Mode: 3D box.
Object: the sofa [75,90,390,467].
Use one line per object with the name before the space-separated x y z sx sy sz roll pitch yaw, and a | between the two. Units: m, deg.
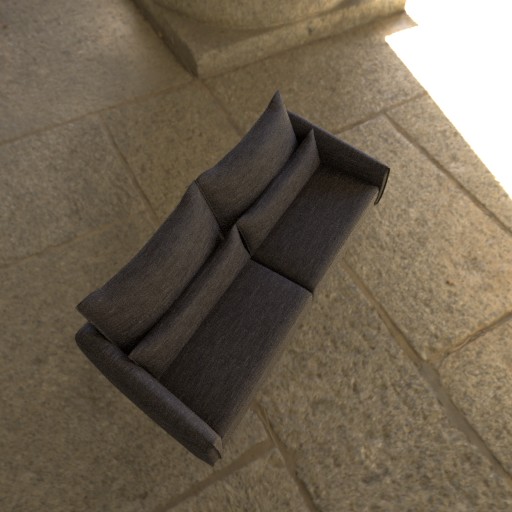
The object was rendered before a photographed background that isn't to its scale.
sofa | 0.000 0.000 2.499 0.807 0.843 2.019 28 62 17
